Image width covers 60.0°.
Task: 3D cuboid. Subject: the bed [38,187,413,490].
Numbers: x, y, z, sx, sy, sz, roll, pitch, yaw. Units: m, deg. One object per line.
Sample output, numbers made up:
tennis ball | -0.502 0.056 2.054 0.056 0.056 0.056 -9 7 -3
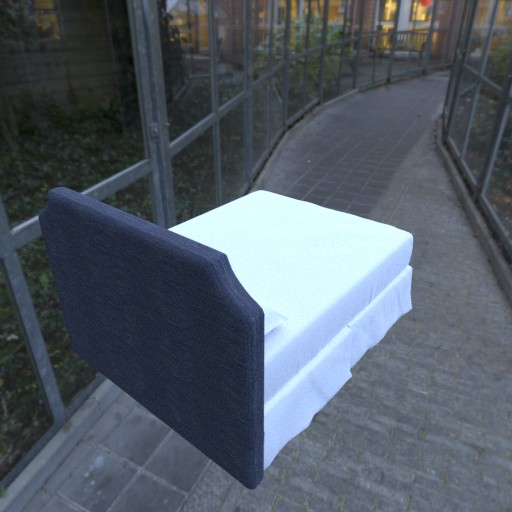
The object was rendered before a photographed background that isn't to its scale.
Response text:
bed | 0.000 0.000 3.109 1.693 1.290 2.116 22 36 34
